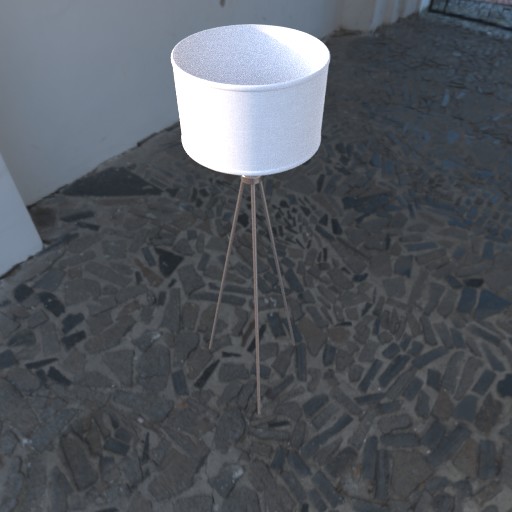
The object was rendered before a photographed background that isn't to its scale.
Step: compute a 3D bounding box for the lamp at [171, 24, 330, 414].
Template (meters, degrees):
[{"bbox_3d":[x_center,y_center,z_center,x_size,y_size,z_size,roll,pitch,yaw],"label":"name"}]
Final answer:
[{"bbox_3d":[0.000,0.000,1.707,0.458,1.545,0.448,-30,53,-27],"label":"lamp"}]
